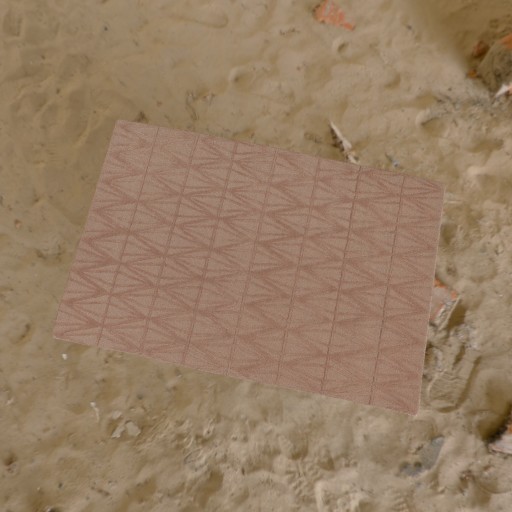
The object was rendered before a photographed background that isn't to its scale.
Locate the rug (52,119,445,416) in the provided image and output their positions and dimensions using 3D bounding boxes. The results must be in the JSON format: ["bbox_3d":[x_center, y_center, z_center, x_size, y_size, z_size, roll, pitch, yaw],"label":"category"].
[{"bbox_3d":[0.000,0.000,2.291,1.837,0.025,1.230,12,77,3],"label":"rug"}]
